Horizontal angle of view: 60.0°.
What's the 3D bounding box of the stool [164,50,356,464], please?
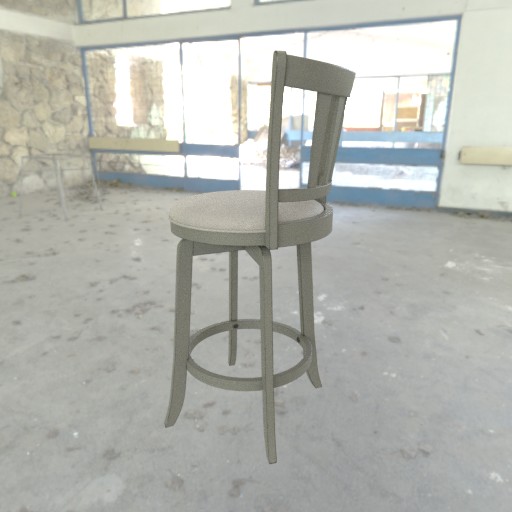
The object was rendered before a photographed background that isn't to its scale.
[{"bbox_3d":[0.000,0.000,1.257,0.486,0.994,0.450,8,18,25],"label":"stool"}]
